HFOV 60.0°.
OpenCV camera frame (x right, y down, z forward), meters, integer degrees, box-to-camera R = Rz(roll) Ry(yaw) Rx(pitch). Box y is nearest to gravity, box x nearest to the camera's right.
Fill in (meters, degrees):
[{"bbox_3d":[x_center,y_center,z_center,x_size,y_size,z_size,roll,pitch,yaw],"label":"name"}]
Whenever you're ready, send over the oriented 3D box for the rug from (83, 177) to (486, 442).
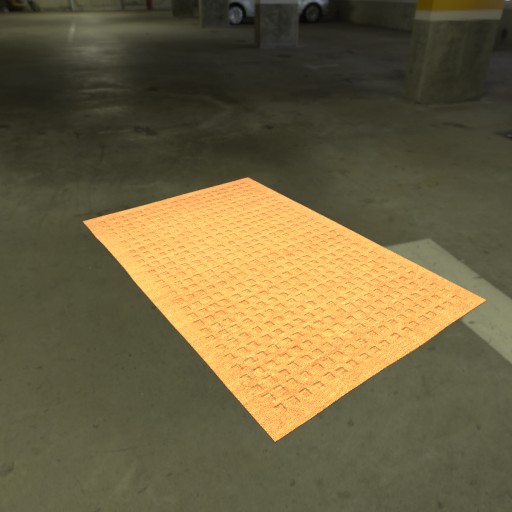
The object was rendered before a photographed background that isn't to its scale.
[{"bbox_3d":[0.000,0.000,2.180,1.143,0.006,1.747,-21,37,-30],"label":"rug"}]
